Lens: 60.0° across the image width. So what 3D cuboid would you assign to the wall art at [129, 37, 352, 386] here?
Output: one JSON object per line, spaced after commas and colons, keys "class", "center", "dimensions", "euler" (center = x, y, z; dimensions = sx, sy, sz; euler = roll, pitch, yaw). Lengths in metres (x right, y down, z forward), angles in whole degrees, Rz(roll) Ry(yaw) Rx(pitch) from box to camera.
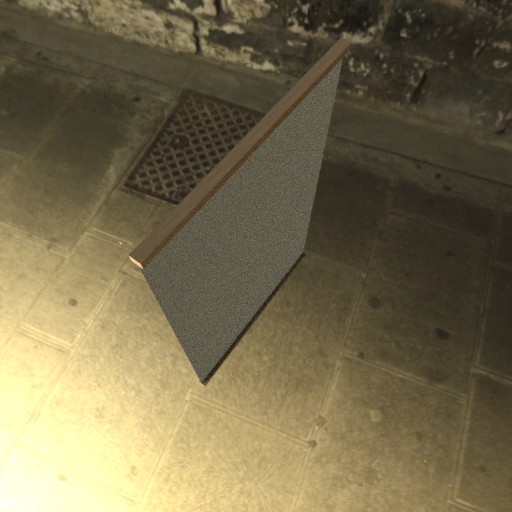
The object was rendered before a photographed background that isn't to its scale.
{"class": "wall art", "center": [0.000, 0.000, 1.300], "dimensions": [0.027, 1.020, 0.669], "euler": [33, 67, 16]}
